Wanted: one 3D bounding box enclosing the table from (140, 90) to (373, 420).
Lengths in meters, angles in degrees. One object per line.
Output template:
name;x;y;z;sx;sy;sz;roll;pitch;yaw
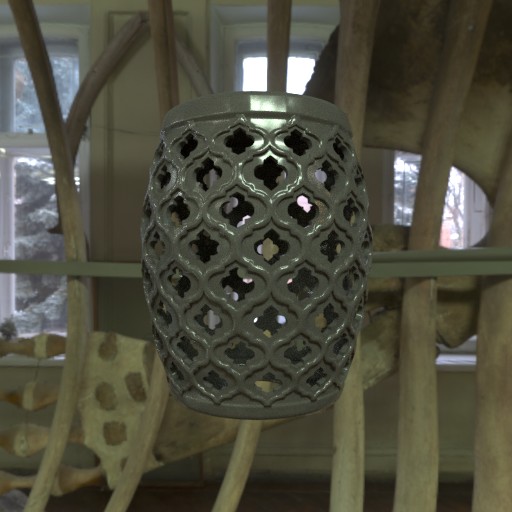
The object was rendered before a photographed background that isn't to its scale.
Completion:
table;0.000;0.000;0.641;0.325;0.388;0.325;0;1;0
